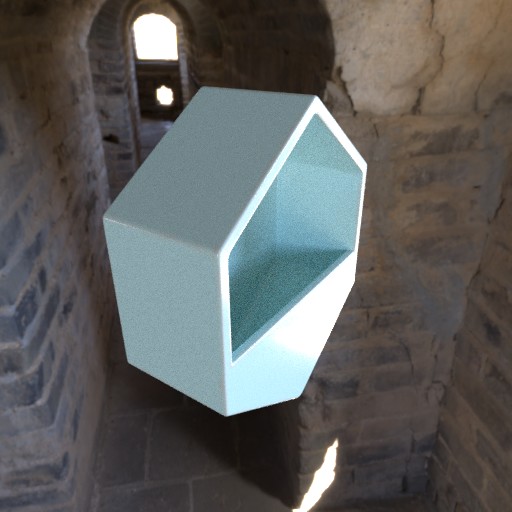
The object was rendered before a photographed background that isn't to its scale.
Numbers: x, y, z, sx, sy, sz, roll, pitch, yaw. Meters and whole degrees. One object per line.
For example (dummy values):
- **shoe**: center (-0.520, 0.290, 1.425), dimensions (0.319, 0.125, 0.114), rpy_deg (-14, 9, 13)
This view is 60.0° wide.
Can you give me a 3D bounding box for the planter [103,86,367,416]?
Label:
- **planter**: center (0.000, 0.000, 0.293), dimensions (0.078, 0.207, 0.169), rpy_deg (17, 32, 30)
